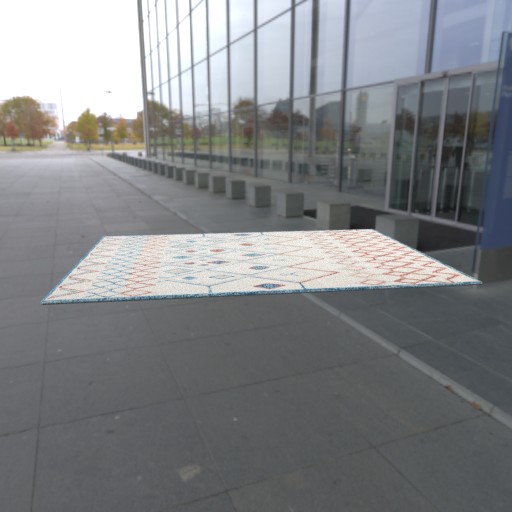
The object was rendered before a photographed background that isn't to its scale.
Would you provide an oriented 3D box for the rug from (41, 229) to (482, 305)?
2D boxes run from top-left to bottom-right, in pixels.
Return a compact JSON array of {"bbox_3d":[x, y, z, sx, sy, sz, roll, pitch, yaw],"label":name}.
[{"bbox_3d":[0.000,0.000,2.395,1.829,0.016,1.219,-2,15,-7],"label":"rug"}]
